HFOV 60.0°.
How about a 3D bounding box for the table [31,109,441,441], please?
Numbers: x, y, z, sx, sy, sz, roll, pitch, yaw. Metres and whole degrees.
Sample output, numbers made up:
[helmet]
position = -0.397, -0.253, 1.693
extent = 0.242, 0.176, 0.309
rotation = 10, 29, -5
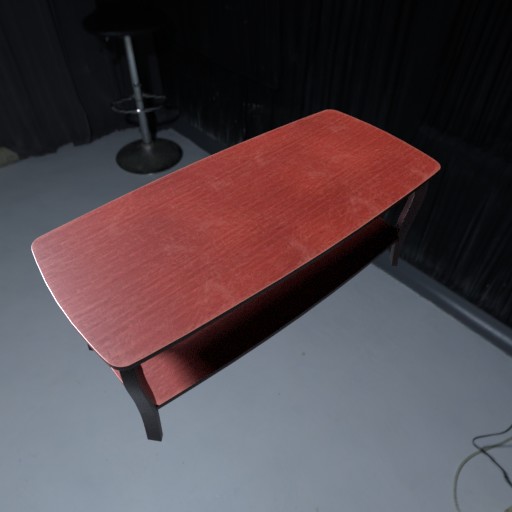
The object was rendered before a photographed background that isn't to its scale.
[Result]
[table]
position = 0.000, 0.000, 1.485
extent = 1.216, 0.473, 0.561
rotation = -31, 53, -27
